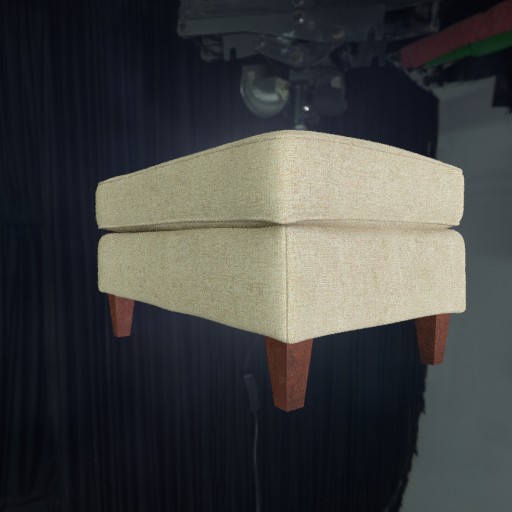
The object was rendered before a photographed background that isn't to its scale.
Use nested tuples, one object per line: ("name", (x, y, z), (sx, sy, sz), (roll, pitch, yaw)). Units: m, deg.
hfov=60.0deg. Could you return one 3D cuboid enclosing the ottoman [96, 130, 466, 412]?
("ottoman", (0.000, 0.000, 1.169), (0.583, 0.484, 0.862), (-1, 2, -38))
